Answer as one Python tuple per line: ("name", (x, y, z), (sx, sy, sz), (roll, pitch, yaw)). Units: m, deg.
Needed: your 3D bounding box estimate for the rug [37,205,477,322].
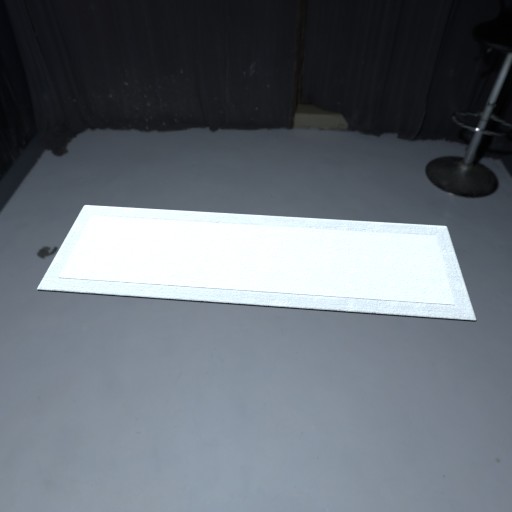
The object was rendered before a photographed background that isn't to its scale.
("rug", (0.000, 0.000, 2.698), (2.430, 0.012, 0.759), (4, 46, 4))
